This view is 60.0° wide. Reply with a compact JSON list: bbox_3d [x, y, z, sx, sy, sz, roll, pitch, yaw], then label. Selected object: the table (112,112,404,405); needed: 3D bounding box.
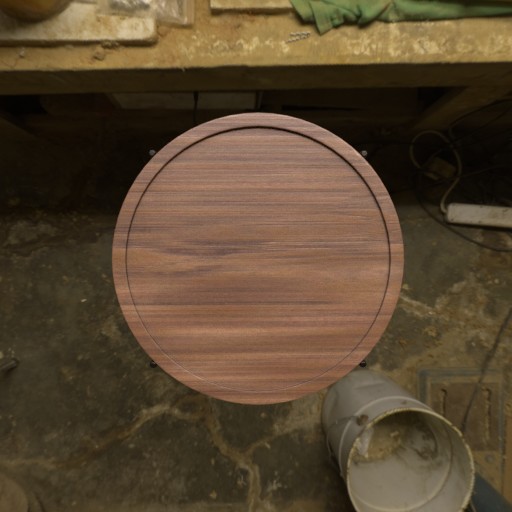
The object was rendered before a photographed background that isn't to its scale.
[{"bbox_3d":[0.000,0.000,0.896,0.400,0.623,0.400,0,91,-1],"label":"table"}]
